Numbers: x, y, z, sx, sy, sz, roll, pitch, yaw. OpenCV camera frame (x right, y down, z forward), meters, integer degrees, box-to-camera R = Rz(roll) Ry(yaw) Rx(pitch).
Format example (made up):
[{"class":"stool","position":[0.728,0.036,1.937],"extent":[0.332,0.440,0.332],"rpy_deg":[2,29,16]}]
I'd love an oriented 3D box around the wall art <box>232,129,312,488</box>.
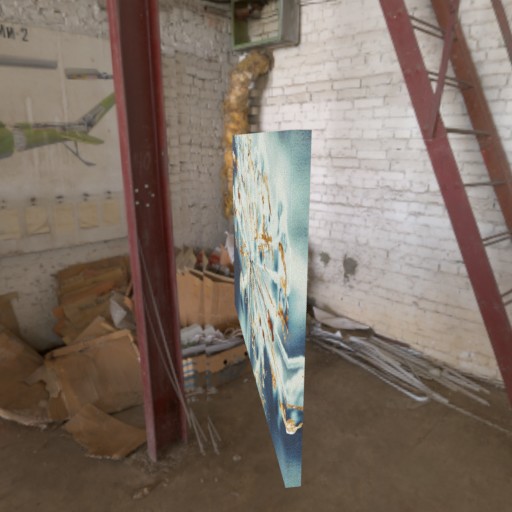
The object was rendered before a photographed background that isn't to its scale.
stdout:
[{"class":"wall art","position":[0.000,0.000,1.427],"extent":[0.035,0.759,1.138],"rpy_deg":[-2,15,-8]}]
